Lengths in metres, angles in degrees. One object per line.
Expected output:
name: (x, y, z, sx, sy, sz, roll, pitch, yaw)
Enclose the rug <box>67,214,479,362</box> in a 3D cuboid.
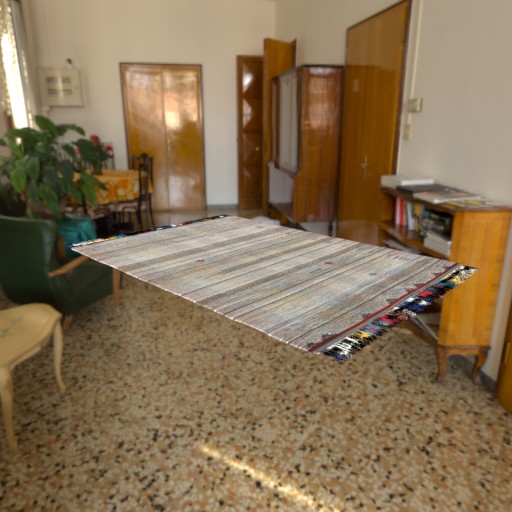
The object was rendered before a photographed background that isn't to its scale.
rug: (0.000, 0.000, 2.291, 1.848, 0.012, 1.217, 16, 23, 42)
